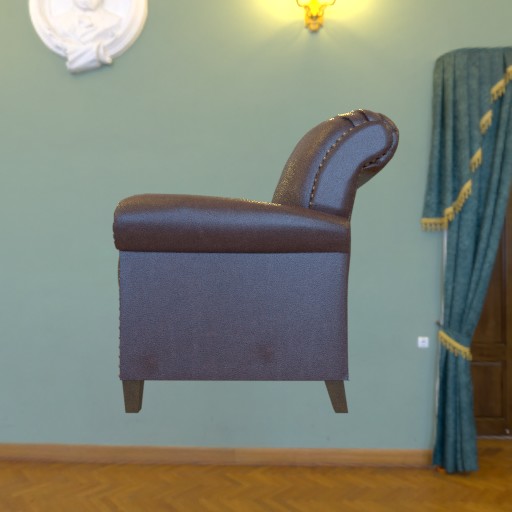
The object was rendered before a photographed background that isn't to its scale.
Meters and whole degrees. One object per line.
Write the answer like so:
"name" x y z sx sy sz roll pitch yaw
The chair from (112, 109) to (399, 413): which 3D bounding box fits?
"chair" 0.000 0.000 1.649 0.890 0.927 0.854 0 -1 1
